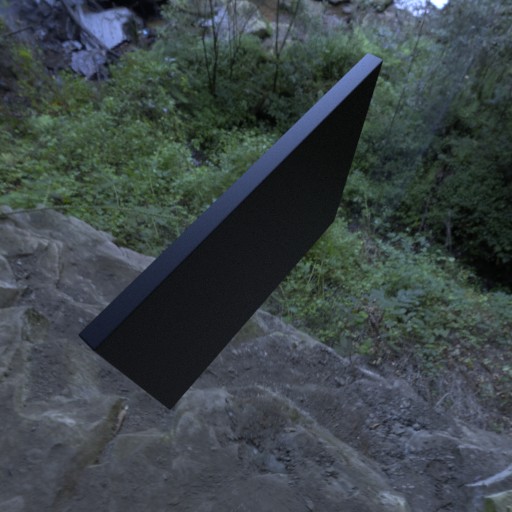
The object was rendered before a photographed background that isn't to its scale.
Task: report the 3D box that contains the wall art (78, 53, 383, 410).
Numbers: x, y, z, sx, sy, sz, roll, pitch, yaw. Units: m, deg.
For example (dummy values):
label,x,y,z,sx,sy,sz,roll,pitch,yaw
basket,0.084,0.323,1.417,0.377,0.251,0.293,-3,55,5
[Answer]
label,x,y,z,sx,sy,sz,roll,pitch,yaw
wall art,0.000,0.000,0.761,0.031,0.457,0.558,36,69,16
